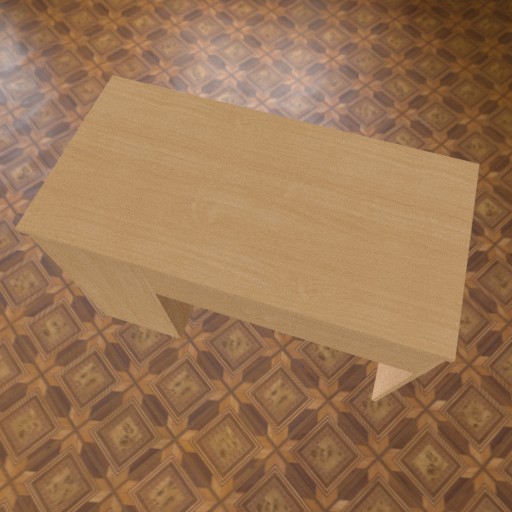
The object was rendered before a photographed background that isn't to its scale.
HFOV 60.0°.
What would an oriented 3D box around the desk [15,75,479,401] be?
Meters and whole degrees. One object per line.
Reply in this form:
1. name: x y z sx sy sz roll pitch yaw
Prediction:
1. desk: 0.000 0.000 1.492 1.097 0.735 0.560 16 65 8
